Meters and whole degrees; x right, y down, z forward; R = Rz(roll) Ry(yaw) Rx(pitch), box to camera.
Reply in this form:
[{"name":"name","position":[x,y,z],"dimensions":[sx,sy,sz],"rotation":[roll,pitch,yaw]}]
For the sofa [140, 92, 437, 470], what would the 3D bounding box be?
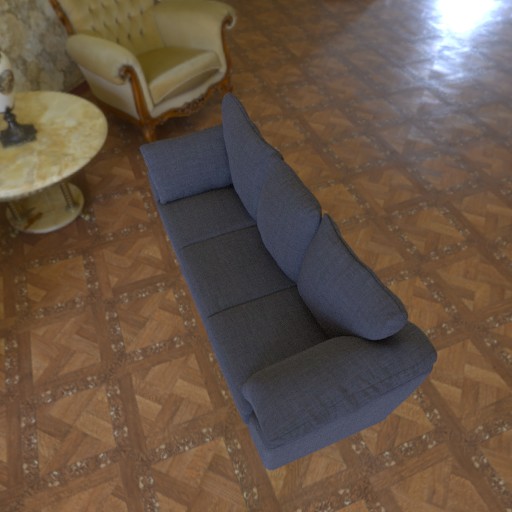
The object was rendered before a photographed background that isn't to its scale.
[{"name":"sofa","position":[0.000,0.000,2.776],"dimensions":[0.883,1.080,2.336],"rotation":[-17,49,-16]}]
